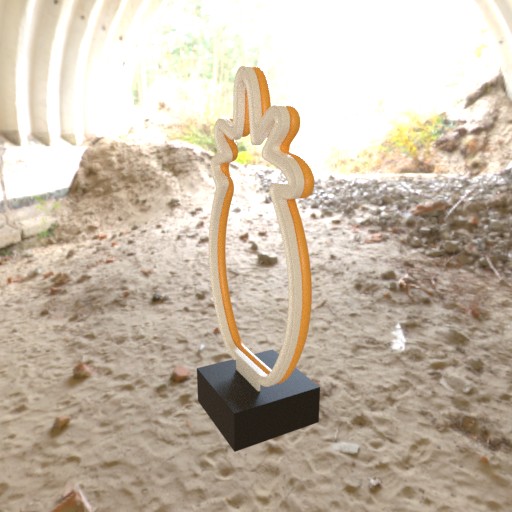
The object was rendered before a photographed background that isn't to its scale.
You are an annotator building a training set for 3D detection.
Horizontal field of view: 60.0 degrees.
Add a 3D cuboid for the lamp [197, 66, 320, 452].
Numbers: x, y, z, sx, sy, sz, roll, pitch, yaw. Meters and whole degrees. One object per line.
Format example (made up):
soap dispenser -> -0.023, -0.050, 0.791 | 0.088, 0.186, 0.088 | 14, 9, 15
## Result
lamp -> 0.000, 0.000, 0.398 | 0.088, 0.317, 0.167 | -8, 16, -27
